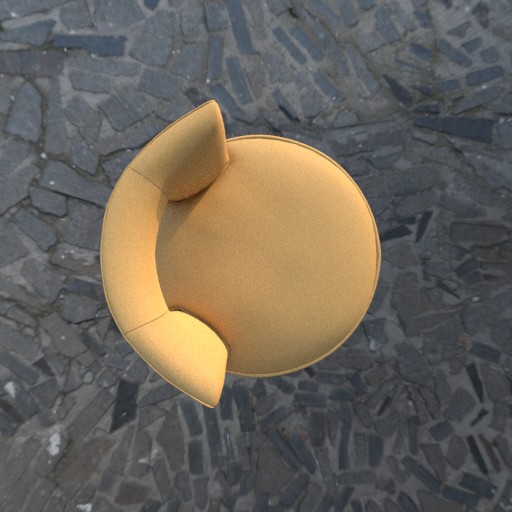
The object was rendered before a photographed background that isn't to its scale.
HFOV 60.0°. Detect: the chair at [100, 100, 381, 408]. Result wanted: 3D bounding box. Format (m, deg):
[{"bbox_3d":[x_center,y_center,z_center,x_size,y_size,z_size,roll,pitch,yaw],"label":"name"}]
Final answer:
[{"bbox_3d":[0.000,0.000,1.228,0.665,0.723,0.650,0,89,-1],"label":"chair"}]
